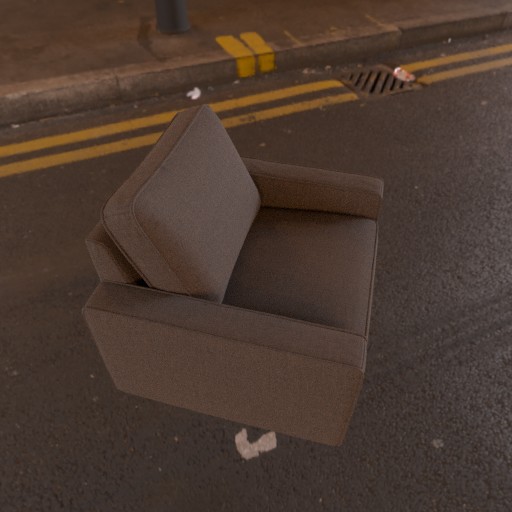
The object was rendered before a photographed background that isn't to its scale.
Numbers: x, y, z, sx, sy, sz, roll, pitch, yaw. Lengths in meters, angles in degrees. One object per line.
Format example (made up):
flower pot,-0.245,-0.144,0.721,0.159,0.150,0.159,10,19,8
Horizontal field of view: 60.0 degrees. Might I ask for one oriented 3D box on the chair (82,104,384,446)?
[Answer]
chair,0.000,0.000,1.768,0.940,0.919,1.017,11,46,10
